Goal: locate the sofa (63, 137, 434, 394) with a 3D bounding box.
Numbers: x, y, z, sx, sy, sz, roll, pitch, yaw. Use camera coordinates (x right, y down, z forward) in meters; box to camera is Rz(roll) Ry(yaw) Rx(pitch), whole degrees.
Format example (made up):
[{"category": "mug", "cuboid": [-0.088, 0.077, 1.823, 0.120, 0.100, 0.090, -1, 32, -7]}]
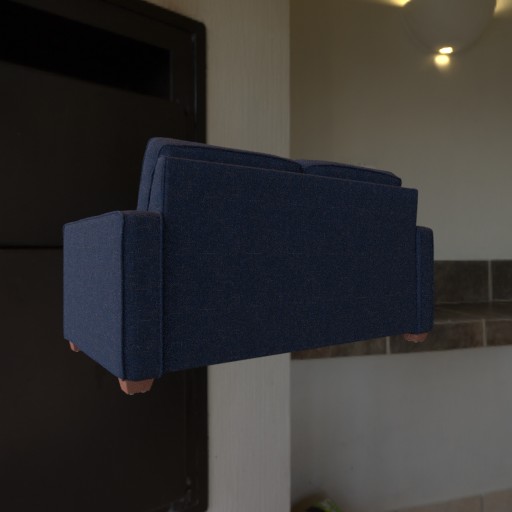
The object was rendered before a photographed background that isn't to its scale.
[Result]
[{"category": "sofa", "cuboid": [0.000, 0.000, 2.282, 1.709, 0.918, 0.947, 0, 0, -34]}]
